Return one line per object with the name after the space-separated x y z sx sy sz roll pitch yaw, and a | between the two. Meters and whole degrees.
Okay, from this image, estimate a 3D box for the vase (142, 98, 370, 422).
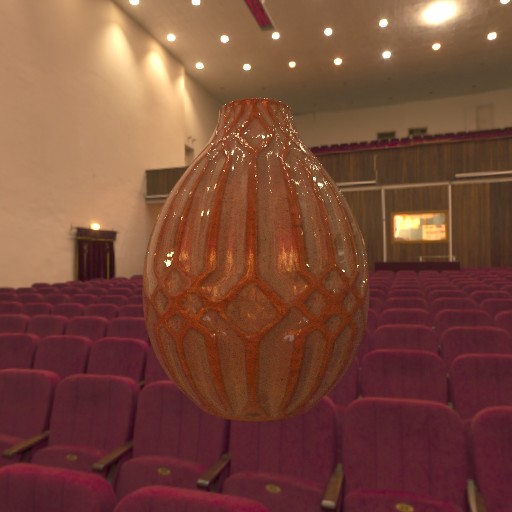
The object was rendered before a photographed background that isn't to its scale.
0.000 0.000 0.265 0.131 0.175 0.131 0 -2 0 | vase
